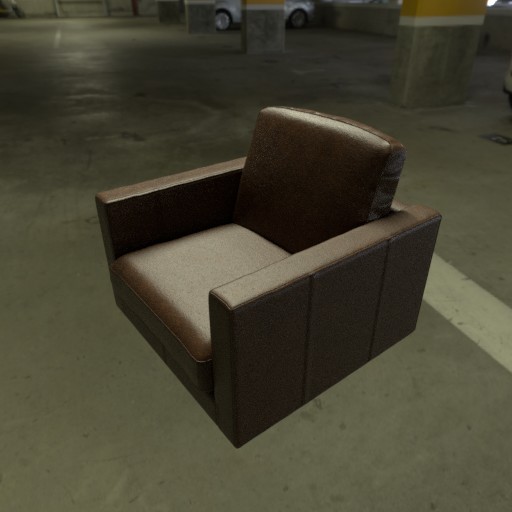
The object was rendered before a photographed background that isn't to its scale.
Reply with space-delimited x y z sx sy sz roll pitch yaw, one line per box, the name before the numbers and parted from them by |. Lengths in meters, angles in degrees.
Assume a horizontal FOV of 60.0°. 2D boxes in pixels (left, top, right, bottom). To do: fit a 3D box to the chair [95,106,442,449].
chair | 0.000 0.000 1.660 0.909 0.956 0.890 -22 37 -32
